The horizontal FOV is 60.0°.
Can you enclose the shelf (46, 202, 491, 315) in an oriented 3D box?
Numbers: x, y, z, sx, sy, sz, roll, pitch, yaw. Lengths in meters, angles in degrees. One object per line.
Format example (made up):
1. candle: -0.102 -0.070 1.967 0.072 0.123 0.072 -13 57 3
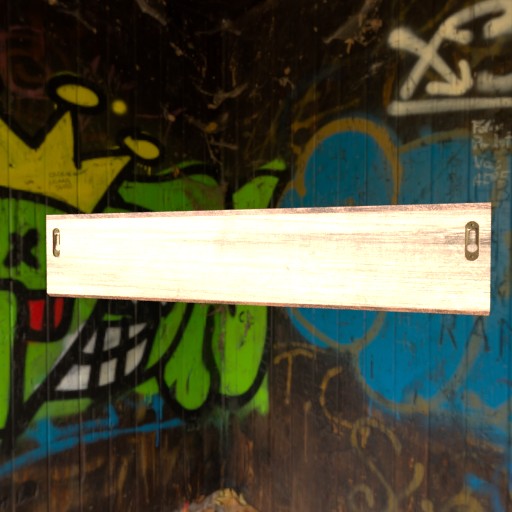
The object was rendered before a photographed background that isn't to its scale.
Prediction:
1. shelf: 0.000 0.000 0.678 0.610 0.125 0.200 0 1 18
